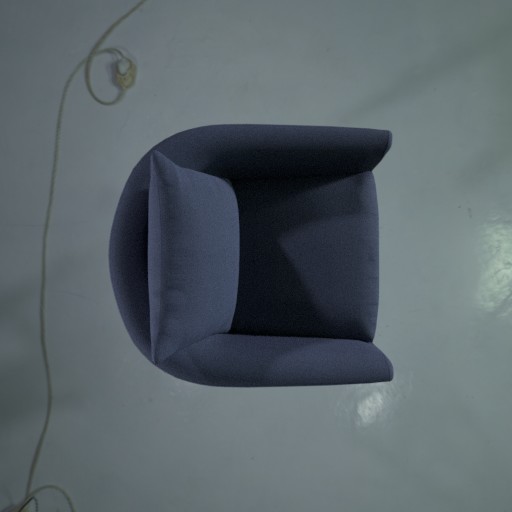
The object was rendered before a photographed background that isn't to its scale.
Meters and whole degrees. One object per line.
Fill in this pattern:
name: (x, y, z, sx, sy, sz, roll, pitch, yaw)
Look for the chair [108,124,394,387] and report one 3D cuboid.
chair: (0.000, 0.000, 1.602, 0.910, 0.848, 0.845, 0, 89, 2)
